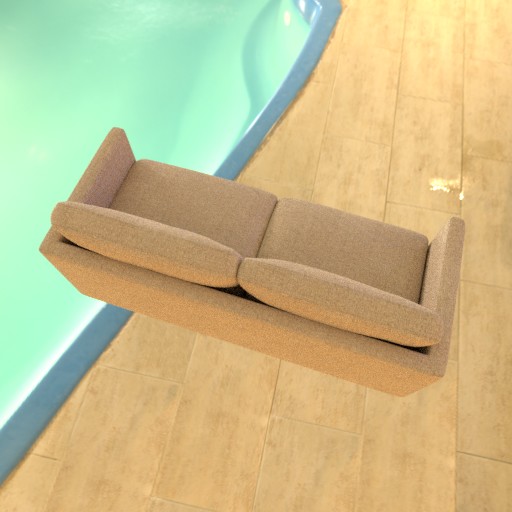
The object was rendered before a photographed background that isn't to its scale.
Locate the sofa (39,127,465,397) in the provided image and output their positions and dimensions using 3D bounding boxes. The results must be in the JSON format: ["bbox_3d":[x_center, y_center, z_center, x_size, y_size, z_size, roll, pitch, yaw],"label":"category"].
[{"bbox_3d":[0.000,0.000,2.675,2.208,0.965,0.951,16,65,8],"label":"sofa"}]
